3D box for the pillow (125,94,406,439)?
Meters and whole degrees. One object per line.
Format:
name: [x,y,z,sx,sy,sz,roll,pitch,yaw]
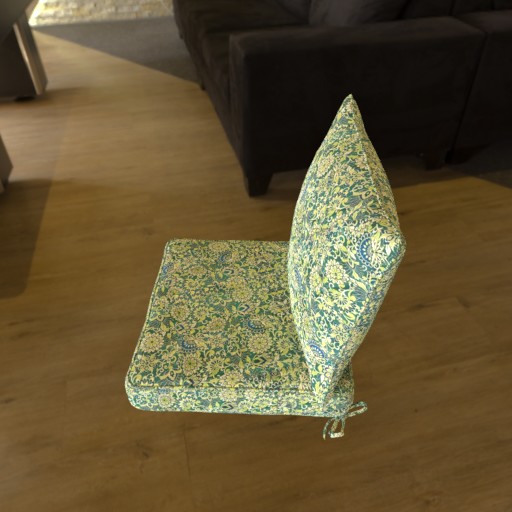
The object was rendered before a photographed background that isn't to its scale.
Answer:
pillow: [0.000,0.000,1.349,0.740,0.722,0.798,1,41,2]
